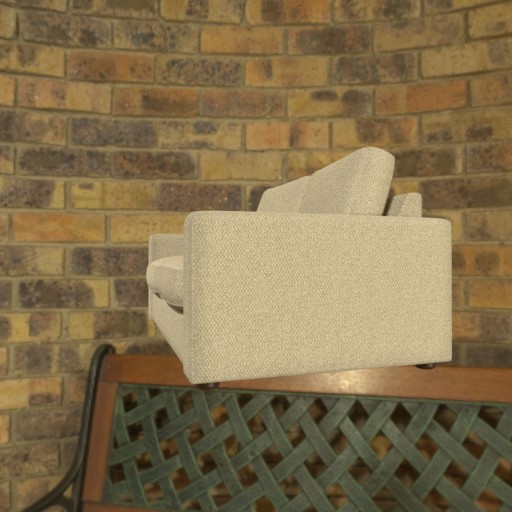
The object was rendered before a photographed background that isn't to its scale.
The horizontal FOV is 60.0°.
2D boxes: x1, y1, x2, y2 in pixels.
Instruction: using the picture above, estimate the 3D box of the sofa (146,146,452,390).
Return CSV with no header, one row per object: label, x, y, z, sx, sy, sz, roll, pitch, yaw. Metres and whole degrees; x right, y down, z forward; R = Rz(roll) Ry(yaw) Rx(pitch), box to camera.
sofa,0.000,0.000,2.252,1.016,0.873,1.616,0,0,-18
